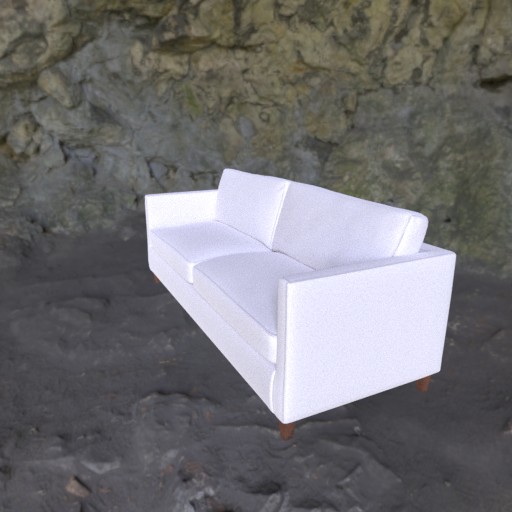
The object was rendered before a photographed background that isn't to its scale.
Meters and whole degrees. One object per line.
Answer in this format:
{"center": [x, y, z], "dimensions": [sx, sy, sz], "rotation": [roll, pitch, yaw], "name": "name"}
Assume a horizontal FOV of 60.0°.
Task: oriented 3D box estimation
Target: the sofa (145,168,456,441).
{"center": [0.000, 0.000, 2.936], "dimensions": [0.951, 0.962, 2.361], "rotation": [-8, 19, -25], "name": "sofa"}
